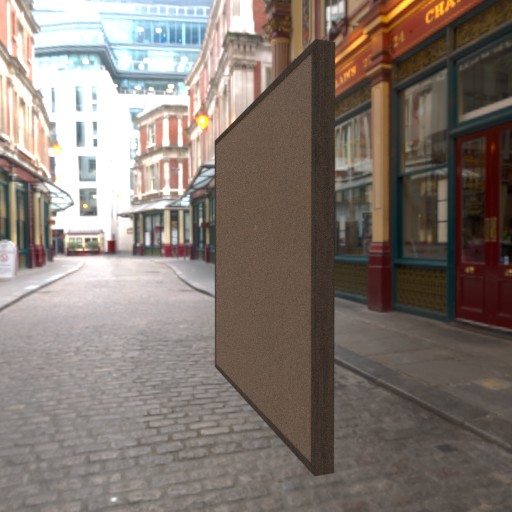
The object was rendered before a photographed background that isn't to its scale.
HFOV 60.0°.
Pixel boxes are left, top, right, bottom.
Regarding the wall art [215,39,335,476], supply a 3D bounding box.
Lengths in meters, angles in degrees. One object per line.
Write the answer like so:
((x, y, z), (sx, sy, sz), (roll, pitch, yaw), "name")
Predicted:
((0.000, 0.000, 1.138), (0.038, 0.762, 0.762), (0, 1, -19), "wall art")
